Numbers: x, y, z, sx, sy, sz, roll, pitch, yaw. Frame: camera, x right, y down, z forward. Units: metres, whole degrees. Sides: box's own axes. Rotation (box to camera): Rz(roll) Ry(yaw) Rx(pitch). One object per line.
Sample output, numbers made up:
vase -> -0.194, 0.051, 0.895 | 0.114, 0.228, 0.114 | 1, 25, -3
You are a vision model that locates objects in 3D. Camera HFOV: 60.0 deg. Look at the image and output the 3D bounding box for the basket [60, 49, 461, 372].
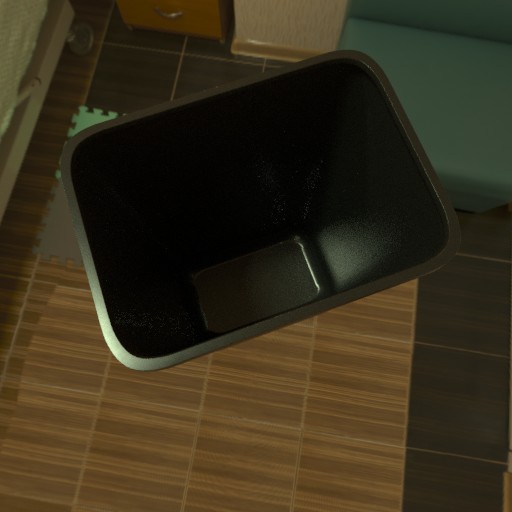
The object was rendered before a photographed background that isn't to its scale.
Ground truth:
basket -> 0.000, 0.000, 0.734 | 0.394, 0.521, 0.287 | -19, 76, -5
